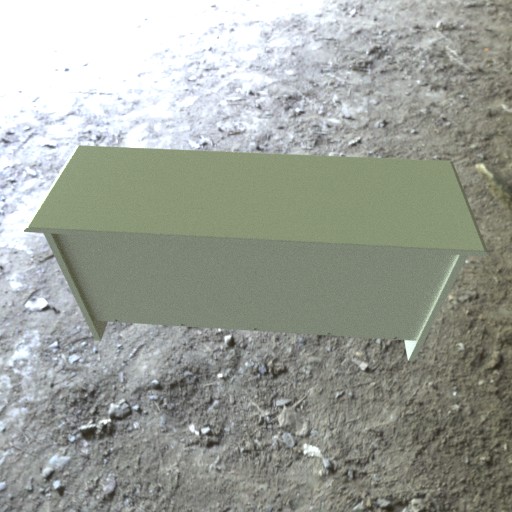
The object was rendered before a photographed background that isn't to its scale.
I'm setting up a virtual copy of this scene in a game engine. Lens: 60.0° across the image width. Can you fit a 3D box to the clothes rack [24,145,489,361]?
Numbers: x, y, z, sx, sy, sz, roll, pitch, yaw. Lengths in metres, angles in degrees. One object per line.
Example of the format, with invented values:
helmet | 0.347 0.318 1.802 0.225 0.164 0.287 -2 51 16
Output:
clothes rack | 0.000 0.000 1.485 1.218 0.558 0.405 3 47 3
